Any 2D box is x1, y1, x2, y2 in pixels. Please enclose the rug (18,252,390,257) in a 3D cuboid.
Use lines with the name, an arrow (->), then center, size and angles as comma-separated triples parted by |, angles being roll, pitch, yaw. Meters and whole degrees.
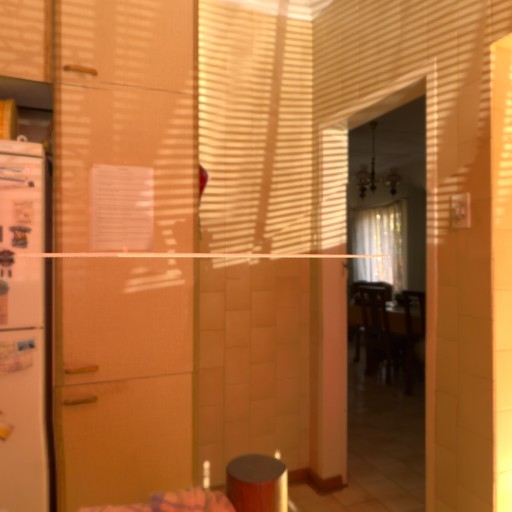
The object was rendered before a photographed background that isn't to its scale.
rug -> 0.000, 0.000, 2.479 | 0.678, 0.014, 2.276 | 0, 0, 38
